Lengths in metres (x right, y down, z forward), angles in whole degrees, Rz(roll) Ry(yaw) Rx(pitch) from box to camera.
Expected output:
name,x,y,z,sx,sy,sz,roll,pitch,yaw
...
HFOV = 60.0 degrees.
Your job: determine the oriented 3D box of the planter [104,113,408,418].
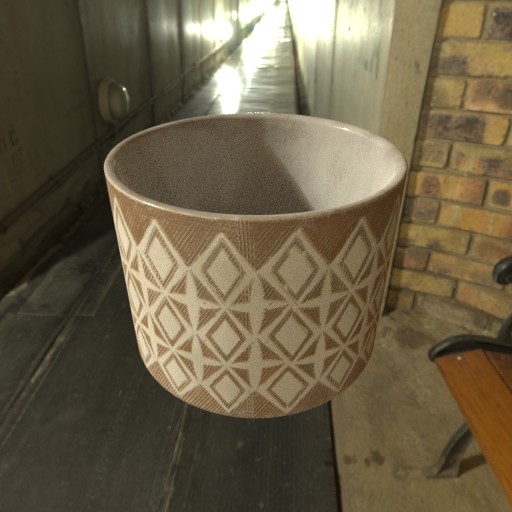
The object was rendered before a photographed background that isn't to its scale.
name,x,y,z,sx,sy,sz,roll,pitch,yaw
planter,0.000,0.000,0.336,0.193,0.165,0.193,0,32,0
